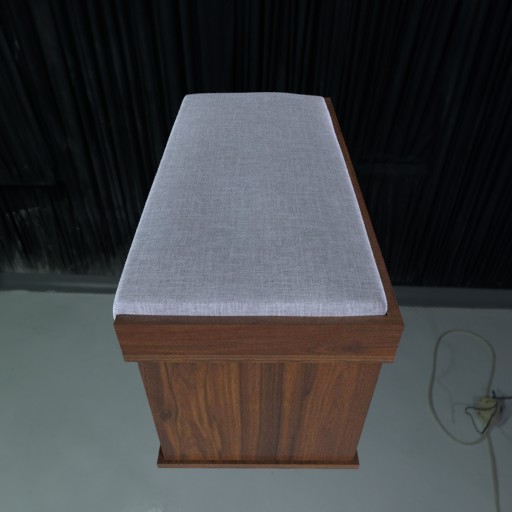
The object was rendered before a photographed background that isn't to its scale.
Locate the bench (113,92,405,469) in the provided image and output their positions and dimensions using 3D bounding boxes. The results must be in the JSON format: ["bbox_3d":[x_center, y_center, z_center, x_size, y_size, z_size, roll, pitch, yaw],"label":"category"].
[{"bbox_3d":[0.000,0.000,0.942,0.362,0.461,0.734,0,40,0],"label":"bench"}]
